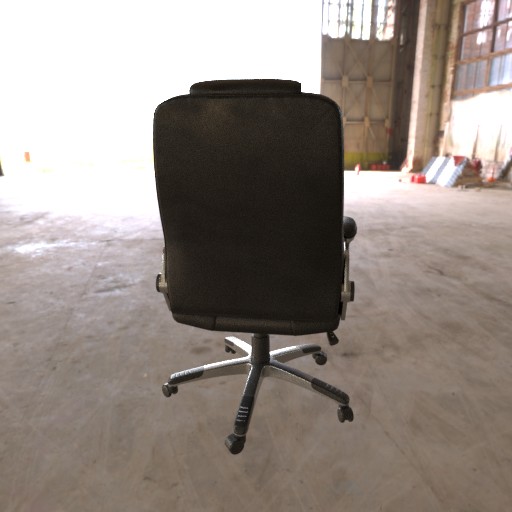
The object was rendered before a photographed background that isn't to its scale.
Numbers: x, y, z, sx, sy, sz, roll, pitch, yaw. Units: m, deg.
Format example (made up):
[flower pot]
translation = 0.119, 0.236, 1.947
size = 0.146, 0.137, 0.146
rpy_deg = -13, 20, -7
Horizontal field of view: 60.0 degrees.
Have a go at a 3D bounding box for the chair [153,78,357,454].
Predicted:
[chair]
translation = 0.000, 0.000, 1.523
size = 0.697, 1.075, 0.689
rpy_deg = 2, 15, 8
